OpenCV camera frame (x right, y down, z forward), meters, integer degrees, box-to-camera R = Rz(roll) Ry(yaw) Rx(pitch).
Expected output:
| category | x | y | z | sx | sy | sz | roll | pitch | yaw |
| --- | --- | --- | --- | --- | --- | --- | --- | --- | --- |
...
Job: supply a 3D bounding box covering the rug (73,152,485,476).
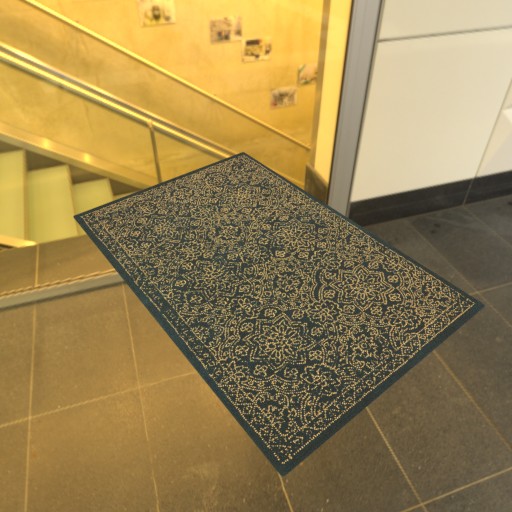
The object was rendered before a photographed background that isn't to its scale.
| category | x | y | z | sx | sy | sz | roll | pitch | yaw |
| --- | --- | --- | --- | --- | --- | --- | --- | --- | --- |
| rug | 0.000 | 0.000 | 2.270 | 1.219 | 0.010 | 1.829 | -28 | 48 | -28 |
